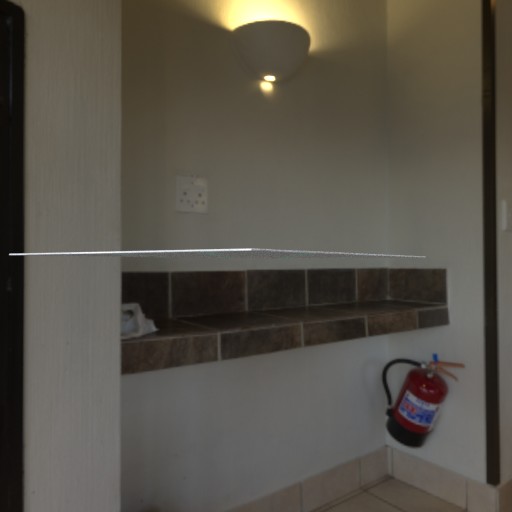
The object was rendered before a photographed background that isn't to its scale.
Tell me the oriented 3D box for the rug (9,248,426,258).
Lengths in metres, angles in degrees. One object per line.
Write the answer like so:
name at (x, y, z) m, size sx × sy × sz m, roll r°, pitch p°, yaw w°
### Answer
rug at (0.000, 0.000, 2.801) m, size 1.524 × 0.006 × 2.286 m, roll -1°, pitch -1°, yaw 34°
